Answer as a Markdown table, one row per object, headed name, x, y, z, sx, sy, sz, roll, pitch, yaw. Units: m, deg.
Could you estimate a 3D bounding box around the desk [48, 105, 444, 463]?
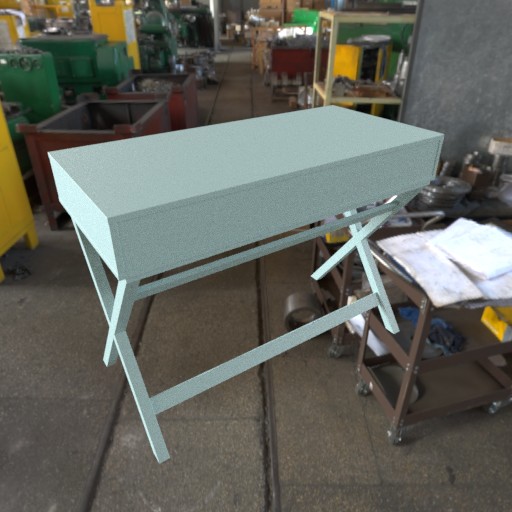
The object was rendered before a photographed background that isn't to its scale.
| name | x | y | z | sx | sy | sz | roll | pitch | yaw |
| --- | --- | --- | --- | --- | --- | --- | --- | --- | --- |
| desk | 0.000 | 0.000 | 1.502 | 1.057 | 0.780 | 0.525 | -19 | 36 | -29 |
